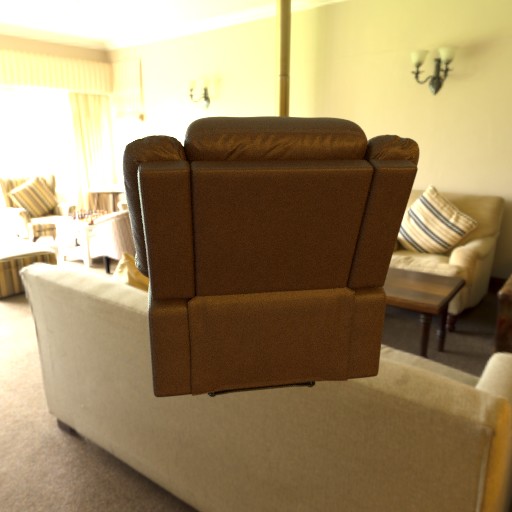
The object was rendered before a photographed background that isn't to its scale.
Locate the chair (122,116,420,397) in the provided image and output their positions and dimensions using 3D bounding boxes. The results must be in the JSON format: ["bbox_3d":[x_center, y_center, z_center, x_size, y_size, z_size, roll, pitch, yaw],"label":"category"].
[{"bbox_3d":[0.000,0.000,1.725,0.899,1.009,0.934,-3,15,-10],"label":"chair"}]
